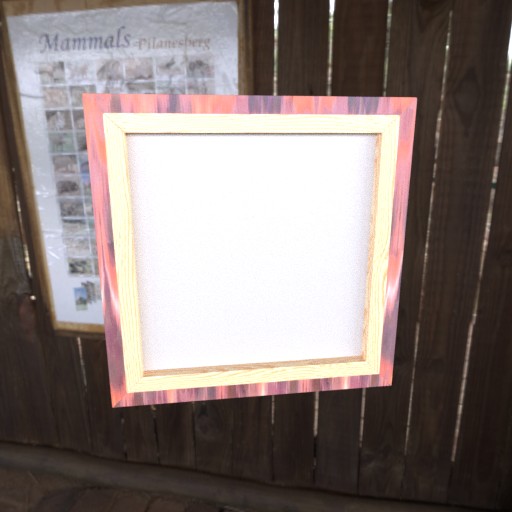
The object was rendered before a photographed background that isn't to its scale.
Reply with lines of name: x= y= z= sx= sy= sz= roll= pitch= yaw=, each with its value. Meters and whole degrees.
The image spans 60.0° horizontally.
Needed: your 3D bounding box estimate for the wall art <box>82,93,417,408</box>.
wall art: x=0.000 y=0.000 z=0.599 sx=0.403 sy=0.406 sz=0.038 roll=-2 pitch=15 yaw=-8
